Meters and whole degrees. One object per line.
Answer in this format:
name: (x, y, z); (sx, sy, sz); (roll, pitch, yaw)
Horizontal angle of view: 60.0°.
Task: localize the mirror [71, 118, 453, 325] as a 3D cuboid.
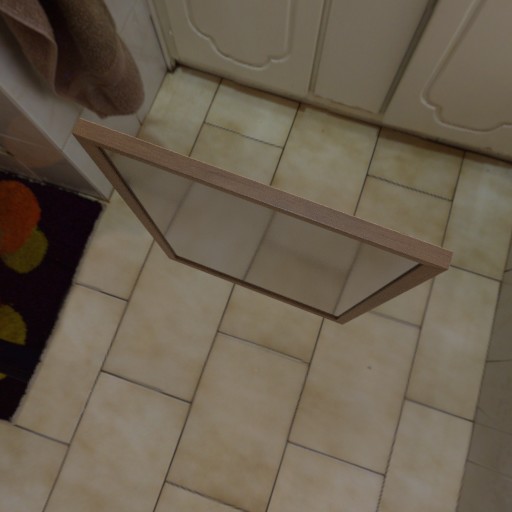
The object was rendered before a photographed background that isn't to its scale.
mirror: (0.000, 0.000, 1.332); (0.762, 1.016, 0.040); (21, 77, 5)
